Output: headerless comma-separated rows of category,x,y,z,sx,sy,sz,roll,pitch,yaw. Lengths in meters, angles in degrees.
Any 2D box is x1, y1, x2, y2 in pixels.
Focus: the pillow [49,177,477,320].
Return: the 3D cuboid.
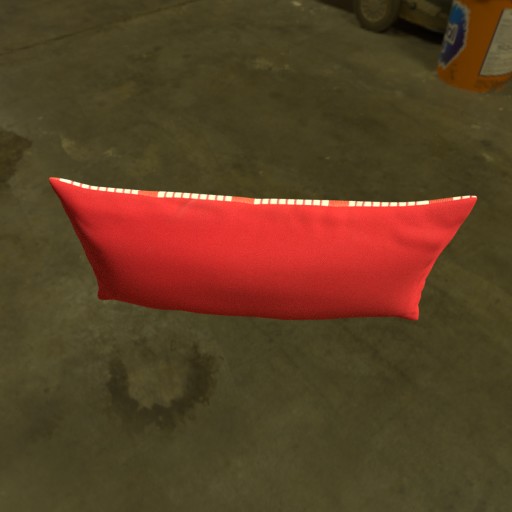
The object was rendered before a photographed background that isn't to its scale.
pillow,0.000,0.000,0.733,0.608,0.297,0.151,3,47,3
